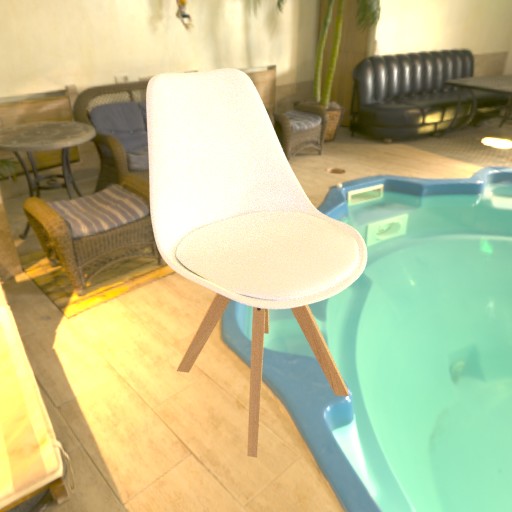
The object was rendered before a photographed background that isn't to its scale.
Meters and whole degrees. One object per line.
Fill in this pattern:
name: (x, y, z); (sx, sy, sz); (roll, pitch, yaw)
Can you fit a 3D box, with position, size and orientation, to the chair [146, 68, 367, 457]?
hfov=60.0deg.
chair: (0.000, 0.000, 1.154); (0.485, 0.849, 0.550); (-20, 35, -32)
